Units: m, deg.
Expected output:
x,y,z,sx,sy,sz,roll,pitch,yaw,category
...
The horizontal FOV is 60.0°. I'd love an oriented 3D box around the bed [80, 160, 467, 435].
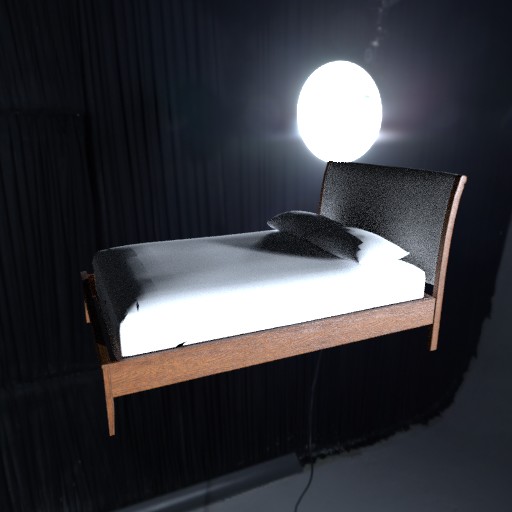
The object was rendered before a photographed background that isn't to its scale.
x,y,z,sx,sy,sz,roll,pitch,yaw,category
0.000,0.000,3.281,2.380,1.250,1.612,-7,18,-23,bed
